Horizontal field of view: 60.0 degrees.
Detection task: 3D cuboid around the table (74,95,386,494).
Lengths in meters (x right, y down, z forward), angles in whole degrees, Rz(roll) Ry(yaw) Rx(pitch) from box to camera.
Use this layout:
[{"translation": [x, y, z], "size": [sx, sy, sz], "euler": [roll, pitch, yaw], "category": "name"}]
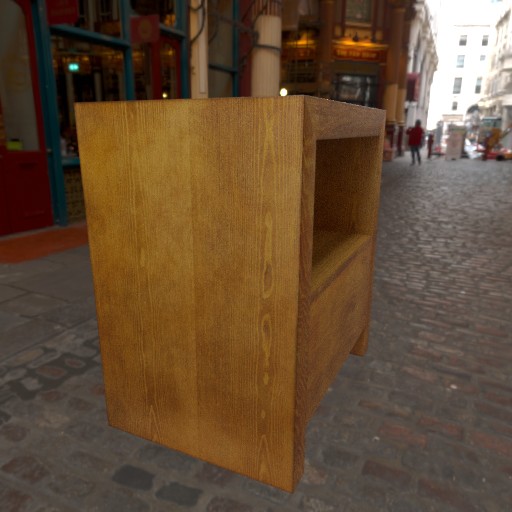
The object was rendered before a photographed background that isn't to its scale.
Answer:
[{"translation": [0.000, 0.000, 0.951], "size": [0.400, 0.605, 0.550], "euler": [8, 18, 25], "category": "table"}]
